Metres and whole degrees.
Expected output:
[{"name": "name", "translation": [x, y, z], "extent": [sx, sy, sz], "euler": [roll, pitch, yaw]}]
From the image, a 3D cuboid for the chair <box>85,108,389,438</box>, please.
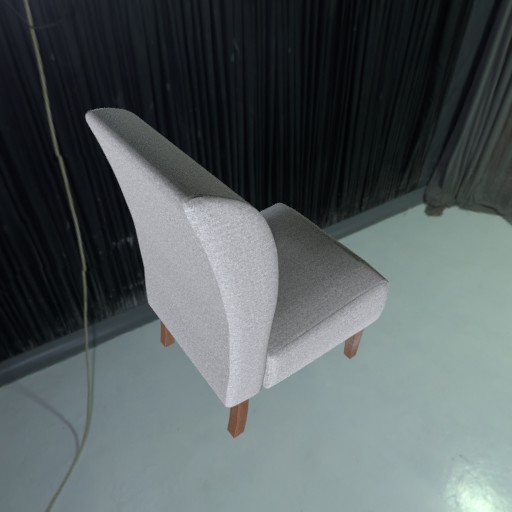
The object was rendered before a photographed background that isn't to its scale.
[{"name": "chair", "translation": [0.000, 0.000, 1.194], "extent": [0.592, 0.804, 0.513], "euler": [-27, 47, -27]}]
